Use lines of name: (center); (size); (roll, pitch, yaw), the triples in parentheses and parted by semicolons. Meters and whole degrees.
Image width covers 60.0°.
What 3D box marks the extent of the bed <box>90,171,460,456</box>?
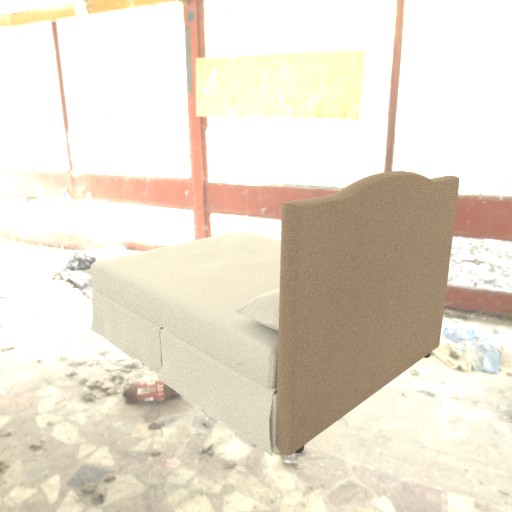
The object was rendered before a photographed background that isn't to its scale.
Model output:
bed: (0.000, 0.000, 3.434); (1.821, 1.436, 2.282); (-15, 22, -42)
